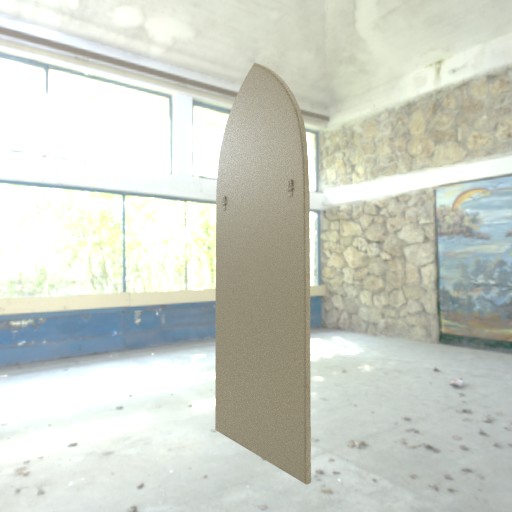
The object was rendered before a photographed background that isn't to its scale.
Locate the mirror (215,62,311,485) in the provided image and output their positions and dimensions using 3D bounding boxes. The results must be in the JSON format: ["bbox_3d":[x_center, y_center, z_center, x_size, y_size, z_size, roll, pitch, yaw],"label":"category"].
[{"bbox_3d":[0.000,0.000,1.336,0.025,1.175,0.464,1,-2,-35],"label":"mirror"}]
